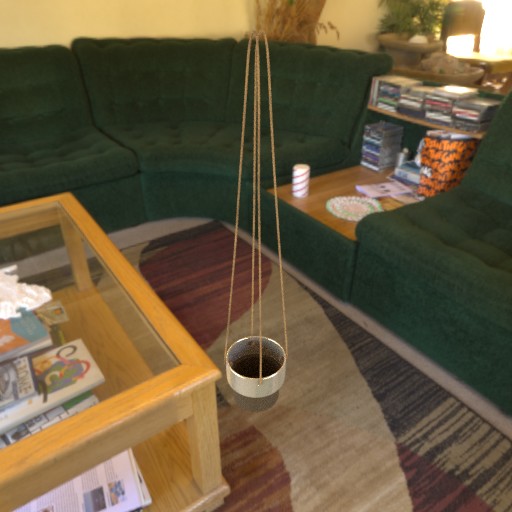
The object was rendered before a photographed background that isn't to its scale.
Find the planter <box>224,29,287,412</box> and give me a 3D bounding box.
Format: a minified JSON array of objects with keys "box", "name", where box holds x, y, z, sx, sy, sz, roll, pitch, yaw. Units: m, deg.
[{"box":[0.000,0.000,1.176,0.187,1.073,0.187,22,39,31],"name":"planter"}]
